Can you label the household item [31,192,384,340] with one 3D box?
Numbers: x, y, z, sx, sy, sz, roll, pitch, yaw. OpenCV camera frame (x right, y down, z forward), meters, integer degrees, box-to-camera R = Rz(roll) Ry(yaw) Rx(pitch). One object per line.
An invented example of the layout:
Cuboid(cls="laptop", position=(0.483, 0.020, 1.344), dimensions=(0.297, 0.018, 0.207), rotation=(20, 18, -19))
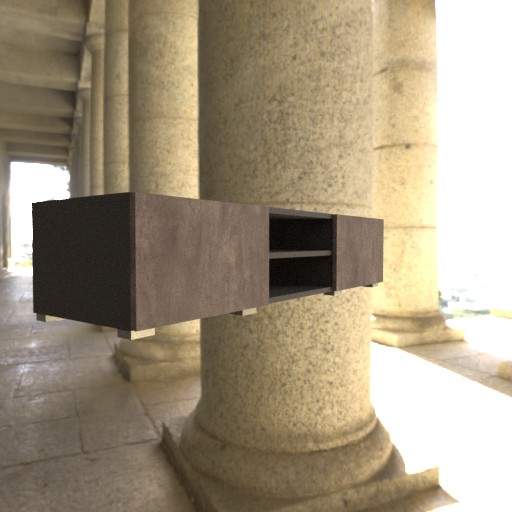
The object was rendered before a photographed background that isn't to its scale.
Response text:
Cuboid(cls="household item", position=(0.000, 0.000, 1.597), dimensions=(0.420, 0.310, 1.400), rotation=(1, 2, 36))
